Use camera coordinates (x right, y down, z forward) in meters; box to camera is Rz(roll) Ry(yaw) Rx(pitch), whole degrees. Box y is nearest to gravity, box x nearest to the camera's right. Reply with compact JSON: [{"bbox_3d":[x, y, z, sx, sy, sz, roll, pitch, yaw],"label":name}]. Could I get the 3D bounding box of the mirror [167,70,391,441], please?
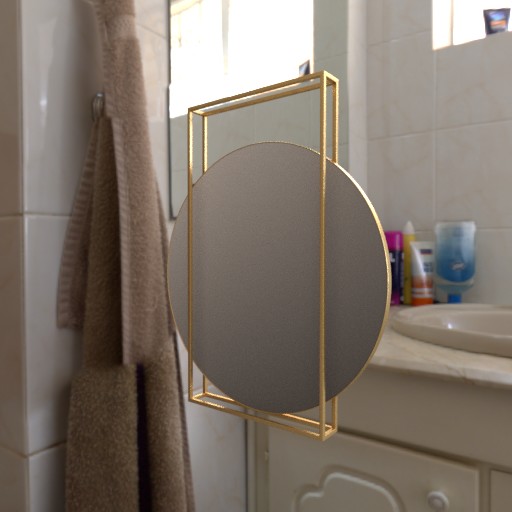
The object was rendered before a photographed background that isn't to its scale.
[{"bbox_3d":[0.000,0.000,0.835,0.508,0.603,0.051,1,1,37],"label":"mirror"}]
